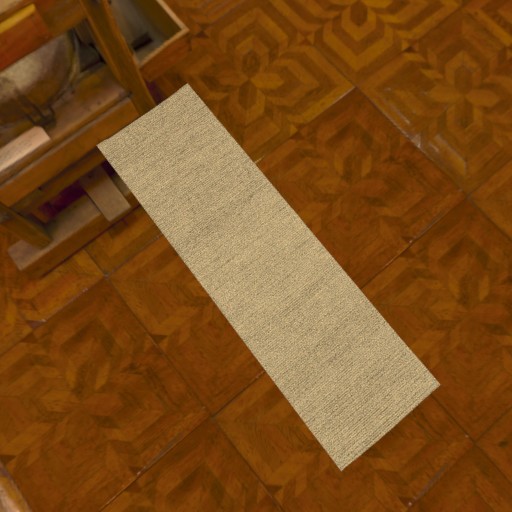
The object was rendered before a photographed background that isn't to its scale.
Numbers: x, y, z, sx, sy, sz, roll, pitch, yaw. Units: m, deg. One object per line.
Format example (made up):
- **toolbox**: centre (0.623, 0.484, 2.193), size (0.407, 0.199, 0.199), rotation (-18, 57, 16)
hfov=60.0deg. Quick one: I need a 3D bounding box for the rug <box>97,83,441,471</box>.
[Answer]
- **rug**: centre (0.000, 0.000, 2.521), size (0.692, 0.032, 2.320), rotation (-37, 78, -9)
